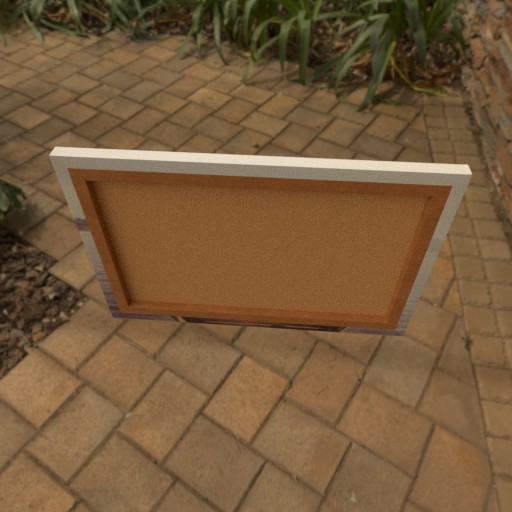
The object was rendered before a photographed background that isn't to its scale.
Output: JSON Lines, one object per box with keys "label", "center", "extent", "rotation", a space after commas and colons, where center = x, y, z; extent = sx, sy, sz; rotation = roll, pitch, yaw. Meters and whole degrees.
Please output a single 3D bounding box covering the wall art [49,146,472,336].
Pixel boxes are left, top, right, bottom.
{"label": "wall art", "center": [0.000, 0.000, 1.187], "extent": [0.916, 0.609, 0.037], "rotation": [3, 46, 3]}
